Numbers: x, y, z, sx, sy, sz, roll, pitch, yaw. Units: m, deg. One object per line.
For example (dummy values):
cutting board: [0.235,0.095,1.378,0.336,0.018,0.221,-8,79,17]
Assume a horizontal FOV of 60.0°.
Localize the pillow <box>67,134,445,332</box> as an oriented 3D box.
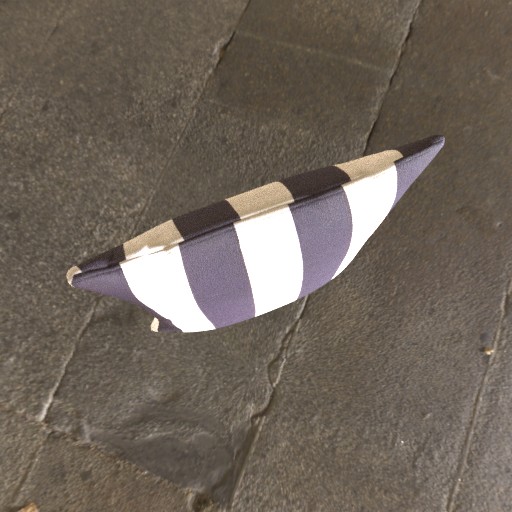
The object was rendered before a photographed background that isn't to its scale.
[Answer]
pillow: [0.000,0.000,0.816,0.536,0.526,0.189,-22,76,-6]
